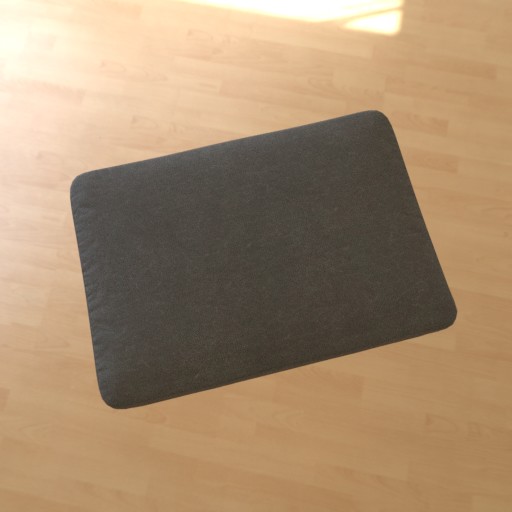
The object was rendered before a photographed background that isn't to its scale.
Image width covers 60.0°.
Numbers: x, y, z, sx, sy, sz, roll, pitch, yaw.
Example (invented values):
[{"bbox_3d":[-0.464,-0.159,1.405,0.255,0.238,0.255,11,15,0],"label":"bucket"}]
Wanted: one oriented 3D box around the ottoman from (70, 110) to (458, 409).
[{"bbox_3d":[0.000,0.000,1.623,1.199,0.429,0.840,-13,76,-3],"label":"ottoman"}]
